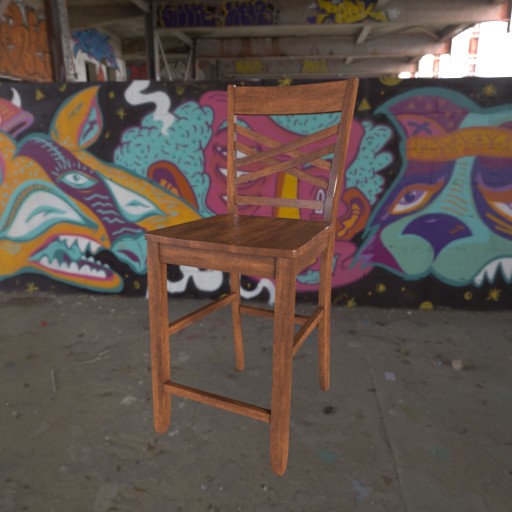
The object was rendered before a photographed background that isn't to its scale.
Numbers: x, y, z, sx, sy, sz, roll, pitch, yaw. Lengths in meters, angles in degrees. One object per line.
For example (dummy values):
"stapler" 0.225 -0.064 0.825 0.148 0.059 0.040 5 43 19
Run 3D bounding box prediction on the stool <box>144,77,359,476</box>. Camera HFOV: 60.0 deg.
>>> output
"stool" 0.000 0.000 1.390 0.462 1.079 0.539 7 16 25
